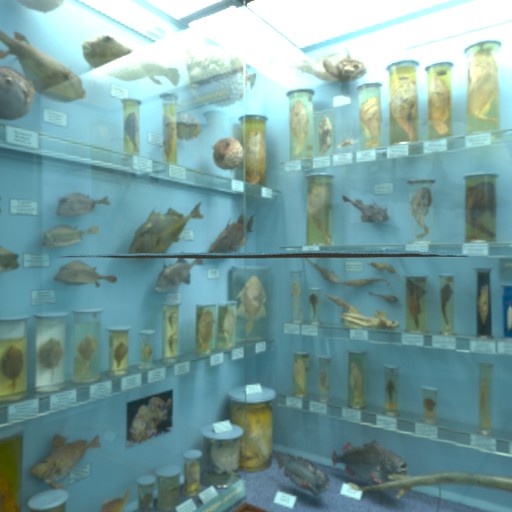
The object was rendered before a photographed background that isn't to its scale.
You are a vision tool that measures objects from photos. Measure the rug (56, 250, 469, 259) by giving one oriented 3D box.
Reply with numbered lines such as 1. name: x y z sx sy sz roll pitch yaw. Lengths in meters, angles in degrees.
1. rug: 0.000 0.000 2.334 1.847 0.014 1.195 -1 -1 37
